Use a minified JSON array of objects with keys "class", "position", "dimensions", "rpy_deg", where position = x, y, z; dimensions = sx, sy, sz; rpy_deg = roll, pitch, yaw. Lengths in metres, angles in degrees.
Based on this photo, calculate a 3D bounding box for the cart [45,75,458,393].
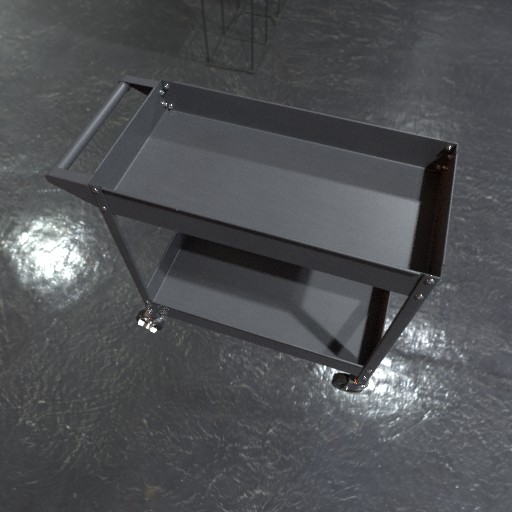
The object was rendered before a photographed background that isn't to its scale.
[{"class":"cart","position":[0.000,0.000,1.183],"dimensions":[0.779,0.719,0.366],"rpy_deg":[16,59,10]}]
